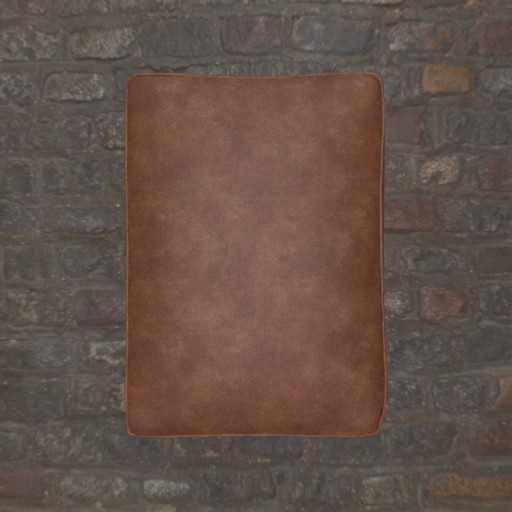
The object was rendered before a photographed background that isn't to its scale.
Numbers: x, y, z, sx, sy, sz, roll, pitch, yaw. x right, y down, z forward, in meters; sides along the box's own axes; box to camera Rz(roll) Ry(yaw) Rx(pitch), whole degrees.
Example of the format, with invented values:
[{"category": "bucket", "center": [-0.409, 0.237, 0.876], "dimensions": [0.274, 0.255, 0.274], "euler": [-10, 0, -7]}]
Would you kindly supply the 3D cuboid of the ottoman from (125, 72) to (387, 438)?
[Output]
[{"category": "ottoman", "center": [0.000, 0.000, 0.958], "dimensions": [0.501, 0.418, 0.665], "euler": [0, 90, 0]}]
